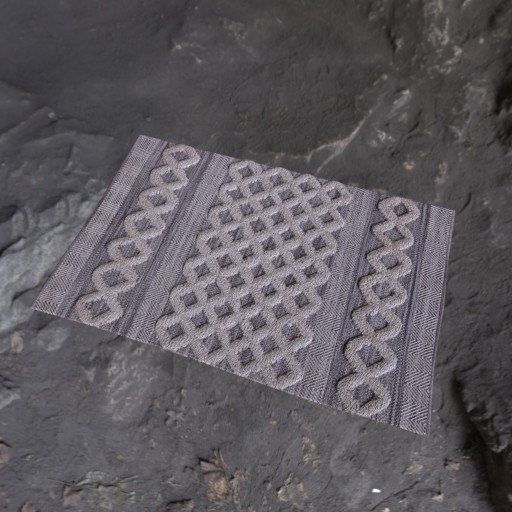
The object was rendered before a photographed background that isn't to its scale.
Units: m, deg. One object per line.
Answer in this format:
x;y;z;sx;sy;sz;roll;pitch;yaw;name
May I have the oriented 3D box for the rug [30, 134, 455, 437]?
0.000;0.000;2.793;2.333;0.033;1.513;15;60;9;rug
